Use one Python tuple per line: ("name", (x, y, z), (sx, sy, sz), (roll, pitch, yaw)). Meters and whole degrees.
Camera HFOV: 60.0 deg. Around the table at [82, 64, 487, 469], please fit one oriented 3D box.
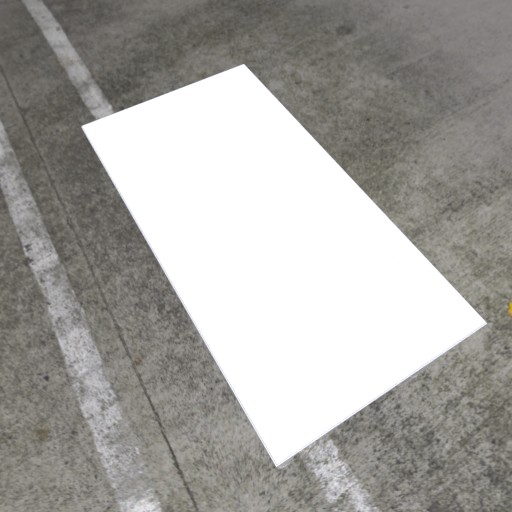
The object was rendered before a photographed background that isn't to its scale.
("table", (0.000, 0.000, 1.341), (0.559, 0.457, 1.067), (-28, 63, -16))
